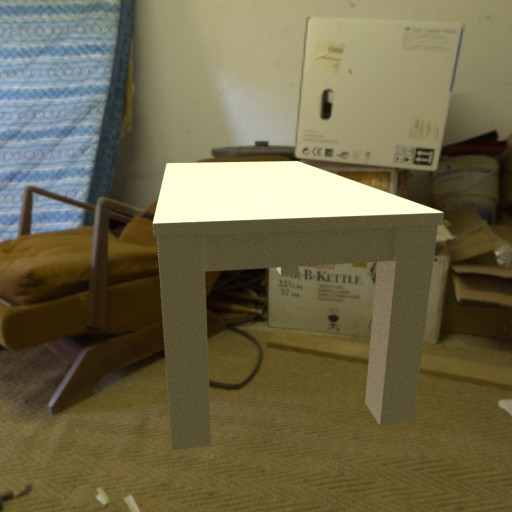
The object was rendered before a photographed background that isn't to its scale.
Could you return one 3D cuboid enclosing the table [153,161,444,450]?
[{"bbox_3d":[0.000,0.000,2.292,0.900,0.790,1.800,-3,17,-9],"label":"table"}]
